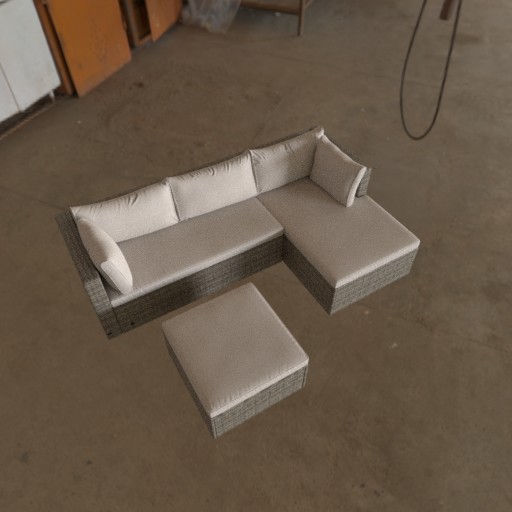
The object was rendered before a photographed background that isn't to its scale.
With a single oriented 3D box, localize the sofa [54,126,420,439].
[{"bbox_3d":[0.000,0.000,3.065,2.192,0.766,1.662,-24,52,-20],"label":"sofa"}]
